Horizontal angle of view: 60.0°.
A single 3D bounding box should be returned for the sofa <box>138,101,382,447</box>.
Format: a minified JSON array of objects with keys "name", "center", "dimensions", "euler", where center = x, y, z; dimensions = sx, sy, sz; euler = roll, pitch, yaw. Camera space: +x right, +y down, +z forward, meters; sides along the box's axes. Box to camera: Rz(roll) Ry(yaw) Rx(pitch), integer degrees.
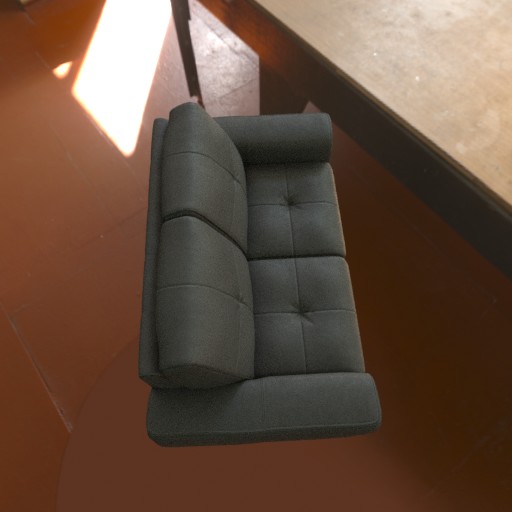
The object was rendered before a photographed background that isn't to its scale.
[{"name":"sofa","center":[0.000,0.000,2.324],"dimensions":[1.018,0.907,1.806],"euler":[-3,64,-1]}]
